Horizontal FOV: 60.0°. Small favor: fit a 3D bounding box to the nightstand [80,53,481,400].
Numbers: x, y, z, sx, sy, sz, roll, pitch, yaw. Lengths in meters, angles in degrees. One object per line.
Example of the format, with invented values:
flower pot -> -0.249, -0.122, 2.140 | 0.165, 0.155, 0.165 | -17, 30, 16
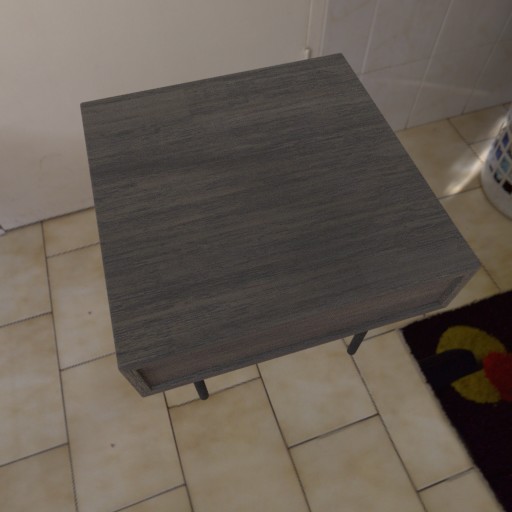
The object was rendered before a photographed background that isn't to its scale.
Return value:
nightstand -> 0.000, 0.000, 0.909 | 0.502, 0.497, 0.503 | -15, 60, -9
